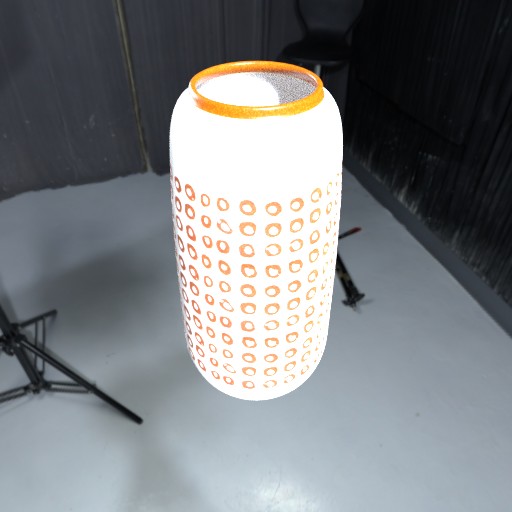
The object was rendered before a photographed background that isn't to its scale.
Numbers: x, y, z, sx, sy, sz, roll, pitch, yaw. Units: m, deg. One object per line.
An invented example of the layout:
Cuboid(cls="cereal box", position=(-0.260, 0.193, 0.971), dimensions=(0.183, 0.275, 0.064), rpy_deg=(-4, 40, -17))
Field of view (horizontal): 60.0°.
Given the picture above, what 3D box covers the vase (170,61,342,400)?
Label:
Cuboid(cls="vase", position=(0.000, 0.000, 0.363), dimensions=(0.133, 0.282, 0.133), rpy_deg=(0, 41, 0))
